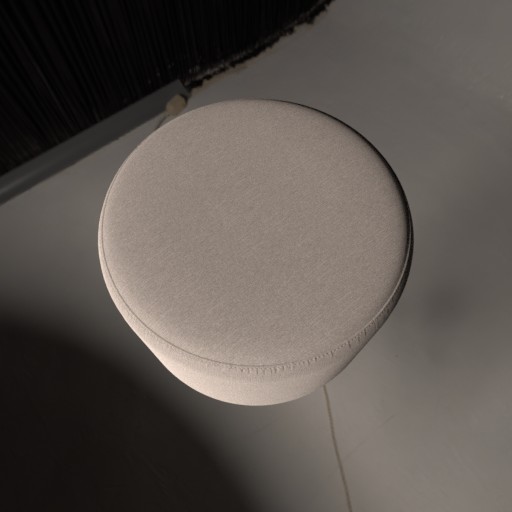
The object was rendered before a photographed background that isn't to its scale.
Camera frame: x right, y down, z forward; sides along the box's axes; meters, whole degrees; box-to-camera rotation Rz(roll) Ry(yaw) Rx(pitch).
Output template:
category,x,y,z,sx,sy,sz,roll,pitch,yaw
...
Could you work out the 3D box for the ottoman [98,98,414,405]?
category,x,y,z,sx,sy,sz,roll,pitch,yaw
ottoman,0.000,0.000,1.001,0.608,0.433,0.608,0,64,0
